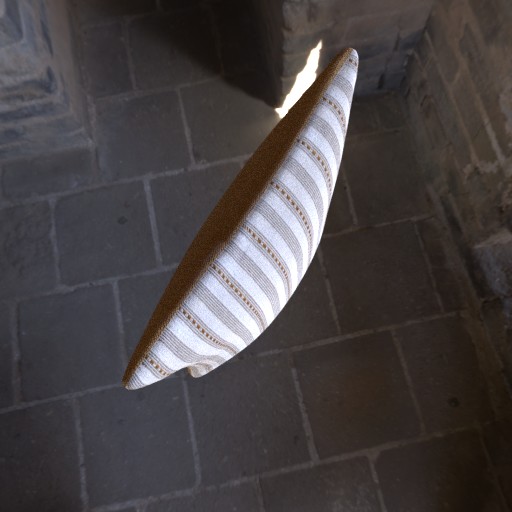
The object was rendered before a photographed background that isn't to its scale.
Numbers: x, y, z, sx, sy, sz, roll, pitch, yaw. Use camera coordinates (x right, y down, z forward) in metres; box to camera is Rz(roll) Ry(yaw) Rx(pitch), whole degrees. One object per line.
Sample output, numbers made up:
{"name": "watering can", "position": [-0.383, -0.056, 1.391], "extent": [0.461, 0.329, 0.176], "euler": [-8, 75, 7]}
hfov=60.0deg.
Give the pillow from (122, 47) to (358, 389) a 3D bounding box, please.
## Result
{"name": "pillow", "position": [0.000, 0.000, 0.655], "extent": [0.147, 0.437, 0.432], "euler": [30, 77, 8]}
